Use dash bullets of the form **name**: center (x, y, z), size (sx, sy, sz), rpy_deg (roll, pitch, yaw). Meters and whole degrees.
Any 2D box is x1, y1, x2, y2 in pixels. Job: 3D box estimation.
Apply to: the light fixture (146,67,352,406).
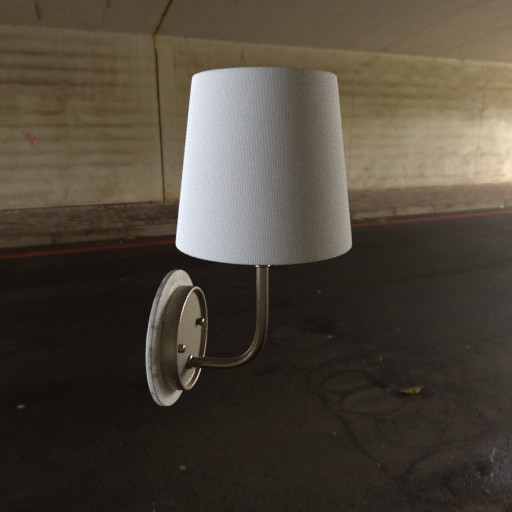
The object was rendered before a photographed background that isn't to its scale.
- **light fixture**: center (0.000, 0.000, 0.448), size (0.188, 0.337, 0.168), rpy_deg (3, 15, 9)
